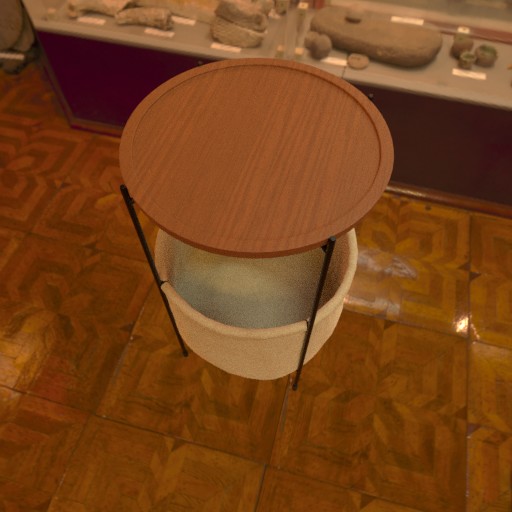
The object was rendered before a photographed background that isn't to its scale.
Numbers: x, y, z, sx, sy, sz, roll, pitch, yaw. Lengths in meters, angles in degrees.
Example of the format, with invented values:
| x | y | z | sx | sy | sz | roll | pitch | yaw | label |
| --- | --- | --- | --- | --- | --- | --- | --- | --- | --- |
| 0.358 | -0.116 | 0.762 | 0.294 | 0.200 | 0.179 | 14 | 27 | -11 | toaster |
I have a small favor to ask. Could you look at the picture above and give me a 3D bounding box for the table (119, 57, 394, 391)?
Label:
| x | y | z | sx | sy | sz | roll | pitch | yaw | label |
| --- | --- | --- | --- | --- | --- | --- | --- | --- | --- |
| 0.000 | 0.000 | 0.890 | 0.393 | 0.623 | 0.393 | 15 | 58 | 9 | table |
